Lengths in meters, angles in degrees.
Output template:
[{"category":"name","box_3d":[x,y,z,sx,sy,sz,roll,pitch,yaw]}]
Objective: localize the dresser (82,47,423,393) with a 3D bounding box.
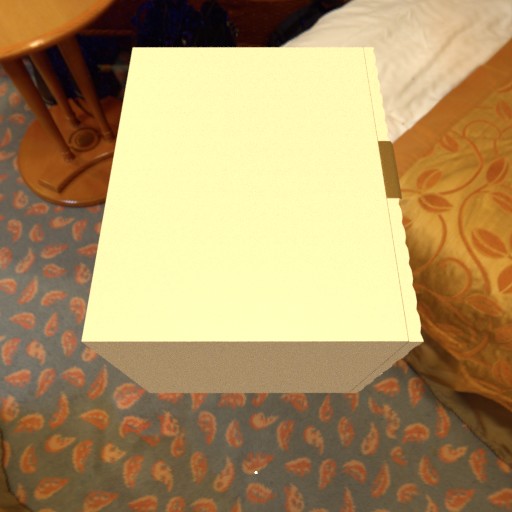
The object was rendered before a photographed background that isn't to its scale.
[{"category":"dresser","box_3d":[0.000,0.000,0.889,0.414,0.568,0.503,0,64,0]}]
